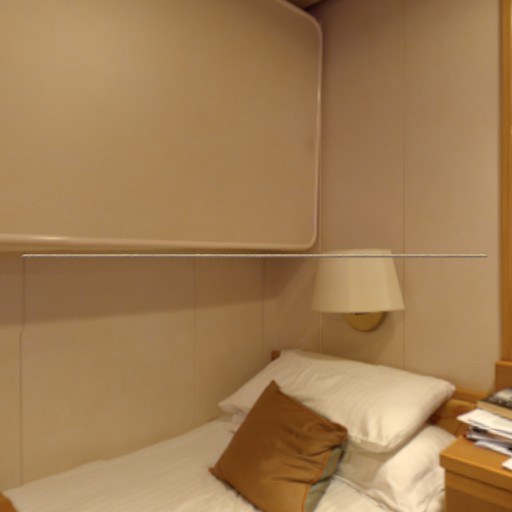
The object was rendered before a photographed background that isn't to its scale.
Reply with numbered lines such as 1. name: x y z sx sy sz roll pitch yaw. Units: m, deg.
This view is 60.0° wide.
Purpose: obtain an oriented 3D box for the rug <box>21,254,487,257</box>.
1. rug: 0.000 0.000 2.498 2.276 0.014 0.678 0 0 -2
